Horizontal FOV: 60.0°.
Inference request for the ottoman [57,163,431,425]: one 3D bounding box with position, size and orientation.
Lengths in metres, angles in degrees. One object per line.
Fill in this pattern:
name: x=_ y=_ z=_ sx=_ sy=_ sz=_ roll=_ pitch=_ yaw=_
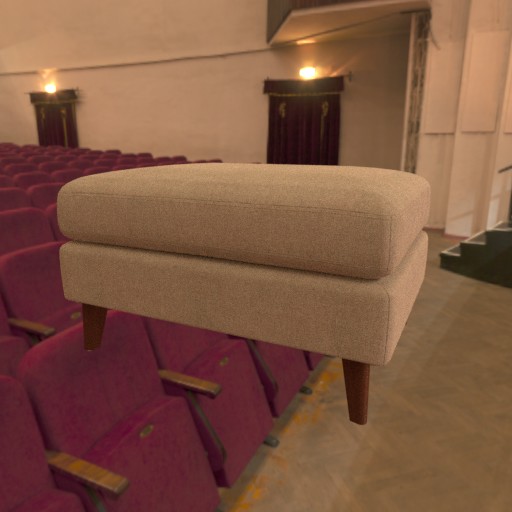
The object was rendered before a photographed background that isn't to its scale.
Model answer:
ottoman: x=0.000 y=0.000 z=1.205 sx=0.823 sy=0.478 sz=0.610 roll=7 pitch=16 yaw=25
